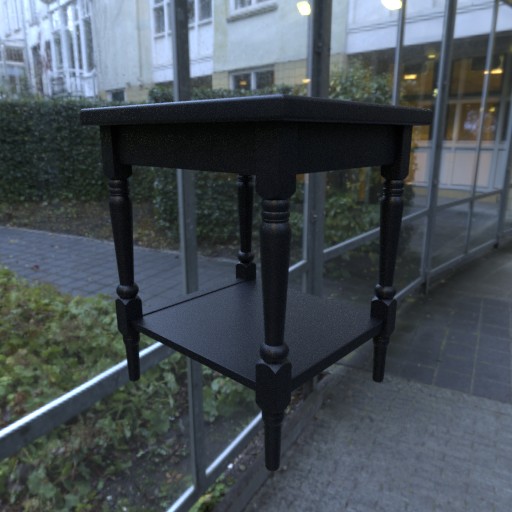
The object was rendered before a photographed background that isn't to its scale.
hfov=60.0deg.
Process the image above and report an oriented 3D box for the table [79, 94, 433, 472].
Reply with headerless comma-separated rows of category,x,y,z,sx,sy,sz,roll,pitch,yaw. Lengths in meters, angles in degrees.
table,0.000,0.000,0.896,0.488,0.565,0.442,14,20,41
